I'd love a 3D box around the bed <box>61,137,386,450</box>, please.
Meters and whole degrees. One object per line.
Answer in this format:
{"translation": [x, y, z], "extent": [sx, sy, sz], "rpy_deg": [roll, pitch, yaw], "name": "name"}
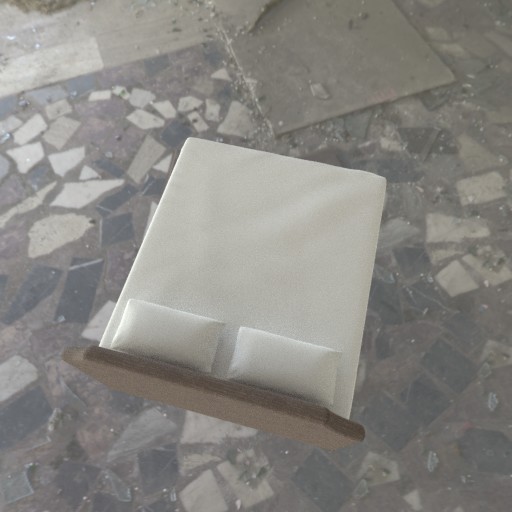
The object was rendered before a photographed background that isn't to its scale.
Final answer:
{"translation": [0.000, 0.000, 4.086], "extent": [2.350, 1.590, 2.773], "rpy_deg": [13, 64, 6], "name": "bed"}
